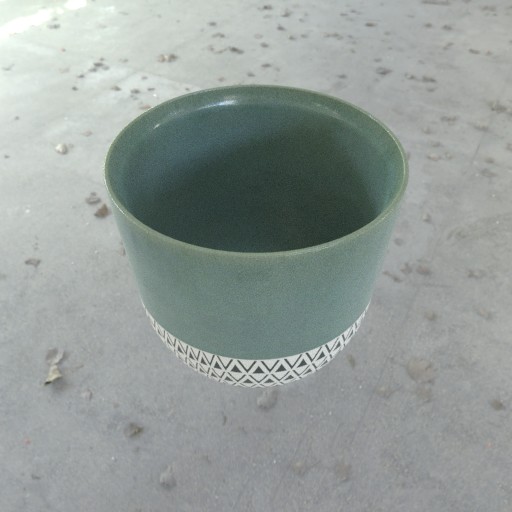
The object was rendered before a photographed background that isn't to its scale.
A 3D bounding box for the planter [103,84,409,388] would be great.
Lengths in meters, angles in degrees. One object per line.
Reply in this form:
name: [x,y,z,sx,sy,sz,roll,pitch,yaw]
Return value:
planter: [0.000,0.000,0.490,0.266,0.270,0.266,0,46,0]
